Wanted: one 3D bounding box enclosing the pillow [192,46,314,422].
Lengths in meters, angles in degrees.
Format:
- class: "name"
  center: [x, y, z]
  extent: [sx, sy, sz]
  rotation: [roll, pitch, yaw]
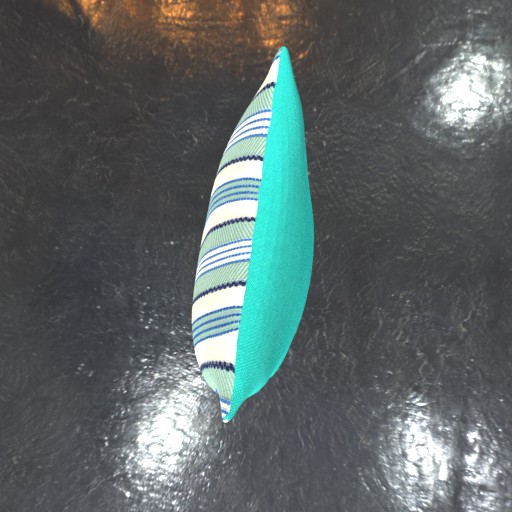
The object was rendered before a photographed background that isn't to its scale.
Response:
- class: "pillow"
  center: [0.000, 0.000, 0.691]
  extent: [0.182, 0.441, 0.440]
  rotation: [8, 77, 2]
